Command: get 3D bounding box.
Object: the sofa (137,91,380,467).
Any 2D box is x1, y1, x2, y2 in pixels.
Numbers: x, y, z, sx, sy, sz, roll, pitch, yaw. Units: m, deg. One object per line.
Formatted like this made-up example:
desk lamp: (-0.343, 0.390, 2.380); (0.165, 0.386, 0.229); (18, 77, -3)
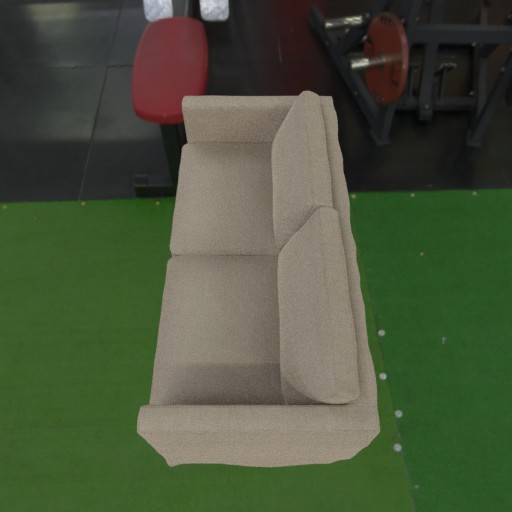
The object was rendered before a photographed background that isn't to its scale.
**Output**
sofa: (0.000, 0.000, 2.416); (0.956, 0.847, 1.987); (0, 57, 0)
